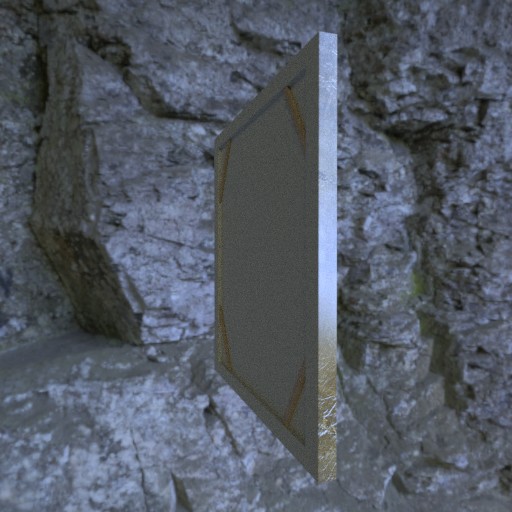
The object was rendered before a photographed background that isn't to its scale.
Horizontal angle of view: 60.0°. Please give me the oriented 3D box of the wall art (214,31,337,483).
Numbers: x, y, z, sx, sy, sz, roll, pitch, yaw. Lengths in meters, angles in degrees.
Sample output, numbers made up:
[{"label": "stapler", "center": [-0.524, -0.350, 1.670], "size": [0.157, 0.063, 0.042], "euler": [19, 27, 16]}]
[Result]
[{"label": "wall art", "center": [0.000, 0.000, 1.595], "size": [0.051, 1.091, 1.092], "euler": [0, 1, -19]}]
